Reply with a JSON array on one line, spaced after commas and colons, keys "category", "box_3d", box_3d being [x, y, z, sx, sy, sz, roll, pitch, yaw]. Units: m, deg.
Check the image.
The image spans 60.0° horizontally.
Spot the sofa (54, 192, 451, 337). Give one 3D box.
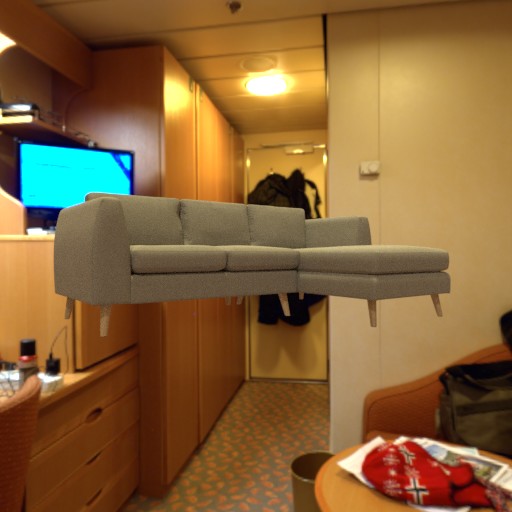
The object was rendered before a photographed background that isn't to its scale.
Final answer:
[{"category": "sofa", "box_3d": [0.000, 0.000, 3.091, 2.300, 0.860, 1.580, 0, 1, -37]}]
